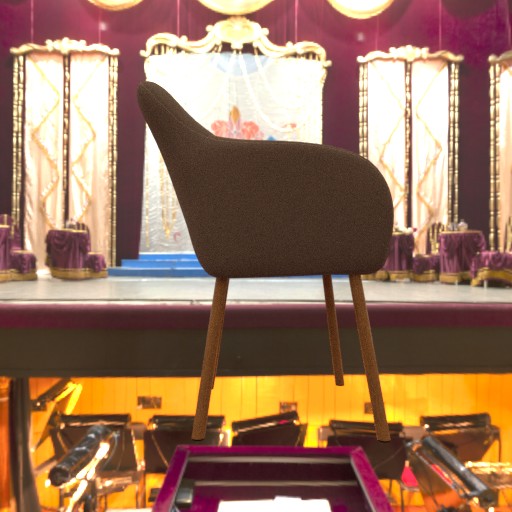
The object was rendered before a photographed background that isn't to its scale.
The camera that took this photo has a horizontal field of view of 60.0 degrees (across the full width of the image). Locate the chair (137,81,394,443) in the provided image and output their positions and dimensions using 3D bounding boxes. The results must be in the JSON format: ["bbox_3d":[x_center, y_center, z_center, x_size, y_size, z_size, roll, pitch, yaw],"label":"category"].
[{"bbox_3d":[0.000,0.000,1.202,0.590,0.830,0.570,0,0,-2],"label":"chair"}]
